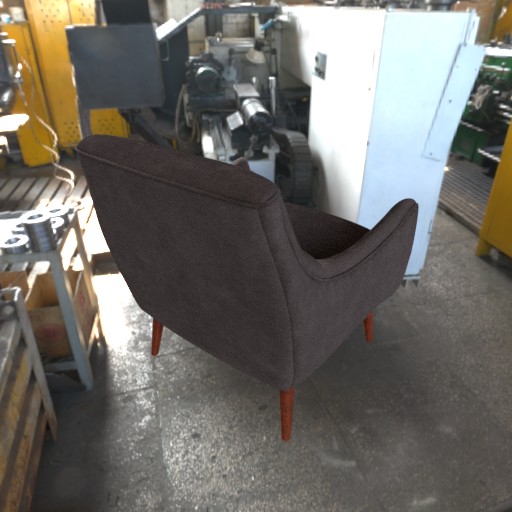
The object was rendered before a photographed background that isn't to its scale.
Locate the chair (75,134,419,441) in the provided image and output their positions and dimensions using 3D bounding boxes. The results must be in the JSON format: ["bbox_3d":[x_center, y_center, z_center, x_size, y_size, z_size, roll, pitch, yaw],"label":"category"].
[{"bbox_3d":[0.000,0.000,1.433,0.762,0.838,0.787,21,36,32],"label":"chair"}]
